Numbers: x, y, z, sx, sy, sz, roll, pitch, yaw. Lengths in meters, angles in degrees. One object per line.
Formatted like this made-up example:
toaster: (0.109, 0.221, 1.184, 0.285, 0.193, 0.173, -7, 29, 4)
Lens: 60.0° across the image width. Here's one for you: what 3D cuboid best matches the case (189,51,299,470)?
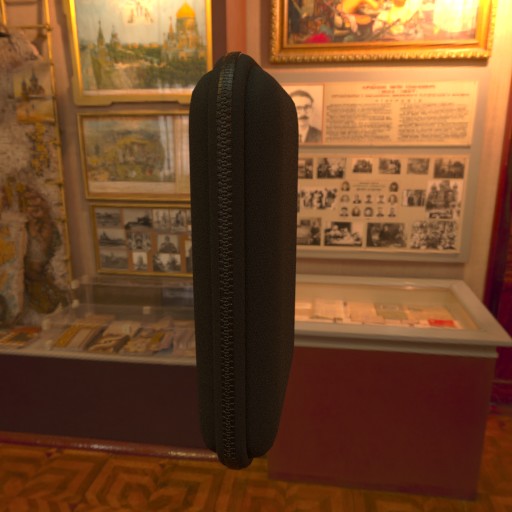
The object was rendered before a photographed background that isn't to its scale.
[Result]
case: (0.000, 0.000, 0.188, 0.030, 0.147, 0.107, 2, 14, 10)
